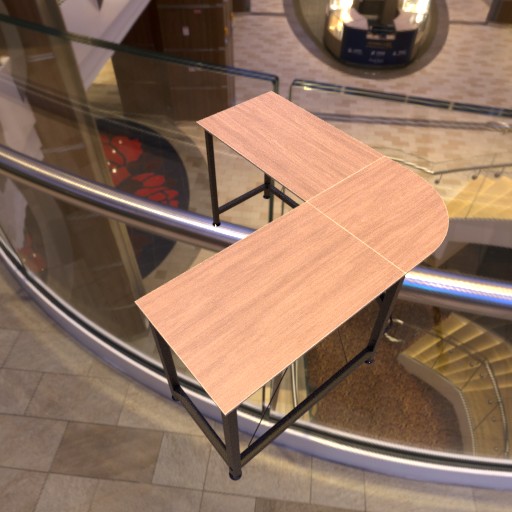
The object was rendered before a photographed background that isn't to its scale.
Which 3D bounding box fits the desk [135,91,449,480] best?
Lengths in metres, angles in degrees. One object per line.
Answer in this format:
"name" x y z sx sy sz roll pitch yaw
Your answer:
"desk" 0.000 0.000 2.261 1.400 0.762 1.400 -32 55 -26
